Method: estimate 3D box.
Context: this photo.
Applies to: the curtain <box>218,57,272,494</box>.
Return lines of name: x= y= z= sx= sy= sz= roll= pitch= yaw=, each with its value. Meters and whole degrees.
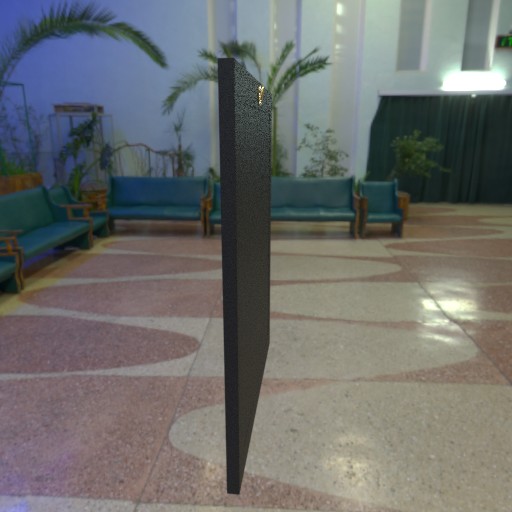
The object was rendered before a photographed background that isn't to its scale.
curtain: x=0.000 y=0.000 z=0.796 sx=0.027 sy=0.585 sz=0.483 roll=2 pitch=16 yaw=7
